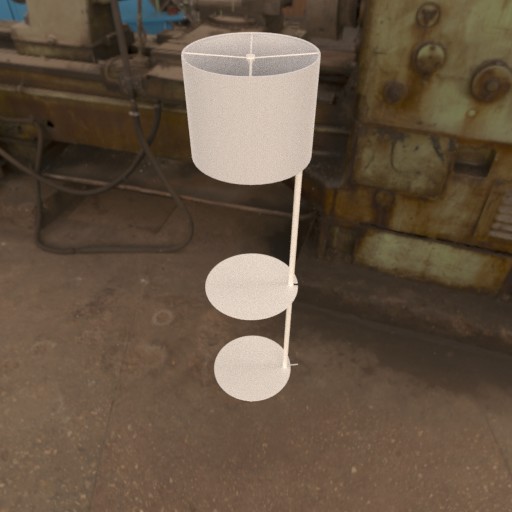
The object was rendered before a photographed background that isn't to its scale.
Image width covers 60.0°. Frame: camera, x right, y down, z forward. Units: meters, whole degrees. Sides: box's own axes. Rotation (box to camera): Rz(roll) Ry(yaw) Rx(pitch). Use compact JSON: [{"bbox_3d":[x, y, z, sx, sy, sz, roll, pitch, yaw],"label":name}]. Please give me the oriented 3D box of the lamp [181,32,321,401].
[{"bbox_3d":[0.000,0.000,1.675,0.405,1.465,0.372,0,42,0],"label":"lamp"}]
